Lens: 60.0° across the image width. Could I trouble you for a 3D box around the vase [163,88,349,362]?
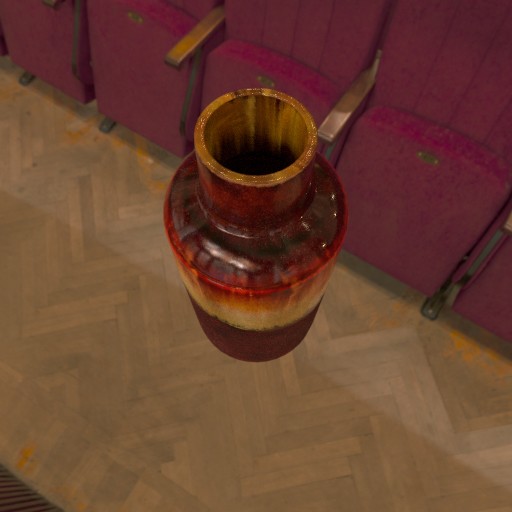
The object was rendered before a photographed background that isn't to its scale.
[{"bbox_3d":[0.000,0.000,0.321,0.111,0.261,0.111,0,64,0],"label":"vase"}]
